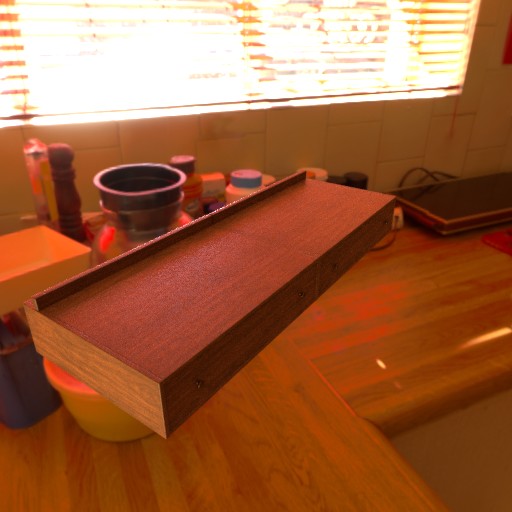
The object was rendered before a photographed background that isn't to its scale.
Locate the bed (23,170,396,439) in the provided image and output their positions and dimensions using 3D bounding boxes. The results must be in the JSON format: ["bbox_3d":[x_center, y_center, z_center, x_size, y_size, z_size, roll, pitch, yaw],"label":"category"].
[{"bbox_3d":[0.000,0.000,2.334,0.787,0.326,2.057,18,32,31],"label":"bed"}]
